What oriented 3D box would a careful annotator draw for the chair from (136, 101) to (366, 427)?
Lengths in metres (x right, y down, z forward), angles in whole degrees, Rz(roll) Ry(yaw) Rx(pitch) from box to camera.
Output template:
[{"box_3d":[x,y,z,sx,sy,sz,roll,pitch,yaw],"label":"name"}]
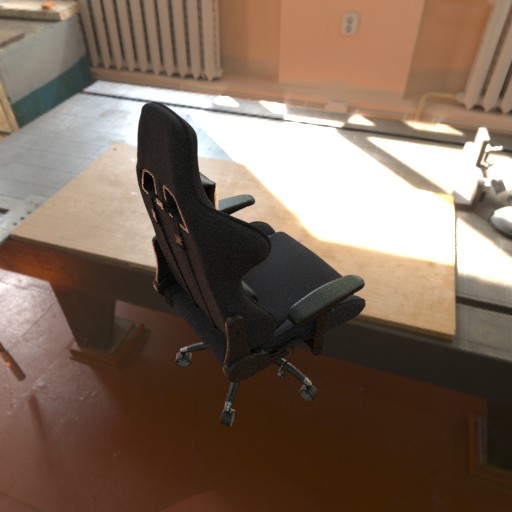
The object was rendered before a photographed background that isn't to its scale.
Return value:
[{"box_3d":[0.000,0.000,1.683,0.695,1.300,0.730,-26,47,-27],"label":"chair"}]
